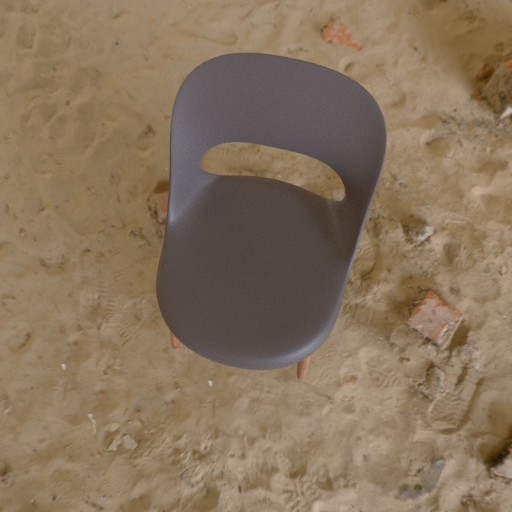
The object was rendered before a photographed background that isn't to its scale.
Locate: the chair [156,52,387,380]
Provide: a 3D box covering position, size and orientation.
[{"bbox_3d":[0.000,0.000,1.121,0.470,0.794,0.556,13,76,3],"label":"chair"}]
